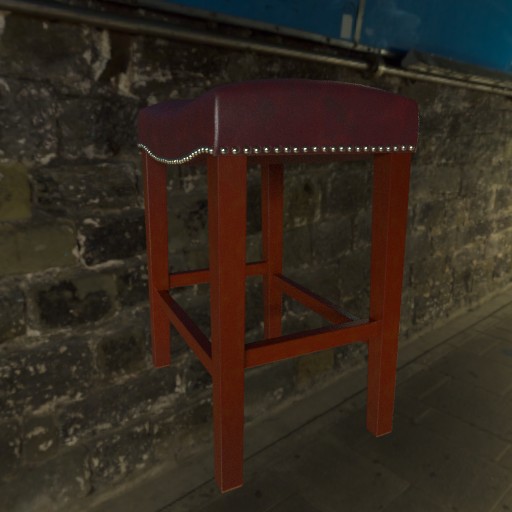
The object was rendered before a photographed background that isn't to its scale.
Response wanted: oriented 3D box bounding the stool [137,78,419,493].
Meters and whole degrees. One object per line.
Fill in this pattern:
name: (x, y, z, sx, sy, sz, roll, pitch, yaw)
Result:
stool: (0.000, 0.000, 0.941, 0.372, 0.657, 0.504, -7, 17, -25)
